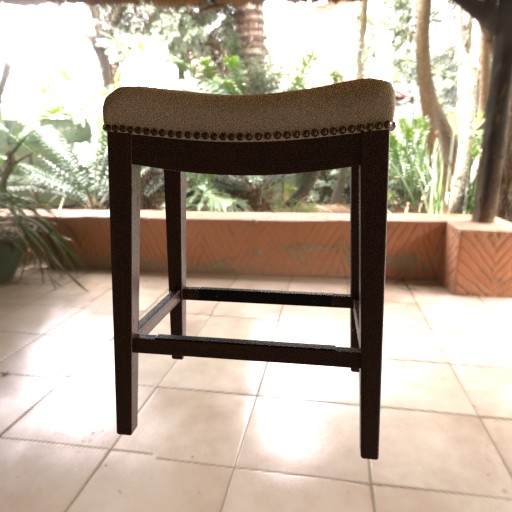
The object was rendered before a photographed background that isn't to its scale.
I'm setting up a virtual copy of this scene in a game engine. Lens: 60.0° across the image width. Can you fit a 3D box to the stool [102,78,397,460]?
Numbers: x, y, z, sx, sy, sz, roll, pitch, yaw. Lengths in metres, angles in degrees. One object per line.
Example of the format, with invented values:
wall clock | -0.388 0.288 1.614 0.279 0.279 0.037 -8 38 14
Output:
stool | 0.000 0.000 0.945 0.509 0.669 0.363 2 14 8
